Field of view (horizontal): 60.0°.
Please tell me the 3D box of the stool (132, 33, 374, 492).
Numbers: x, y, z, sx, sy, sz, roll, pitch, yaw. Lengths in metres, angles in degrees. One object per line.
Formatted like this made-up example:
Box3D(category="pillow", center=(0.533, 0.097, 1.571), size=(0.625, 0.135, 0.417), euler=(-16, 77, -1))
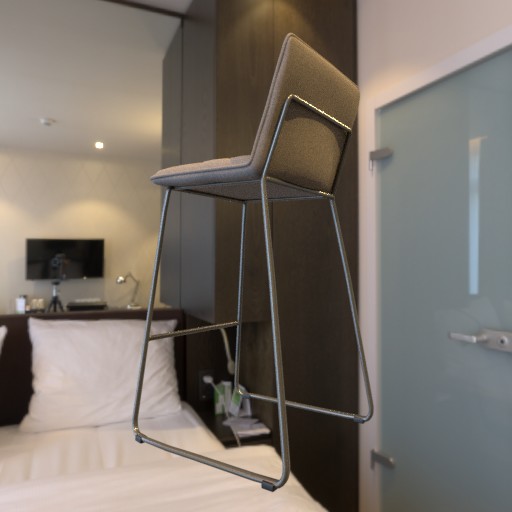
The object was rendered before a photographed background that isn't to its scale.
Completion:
Box3D(category="stool", center=(0.000, 0.000, 1.221), size=(0.490, 0.960, 0.490), euler=(-1, -1, 36))
